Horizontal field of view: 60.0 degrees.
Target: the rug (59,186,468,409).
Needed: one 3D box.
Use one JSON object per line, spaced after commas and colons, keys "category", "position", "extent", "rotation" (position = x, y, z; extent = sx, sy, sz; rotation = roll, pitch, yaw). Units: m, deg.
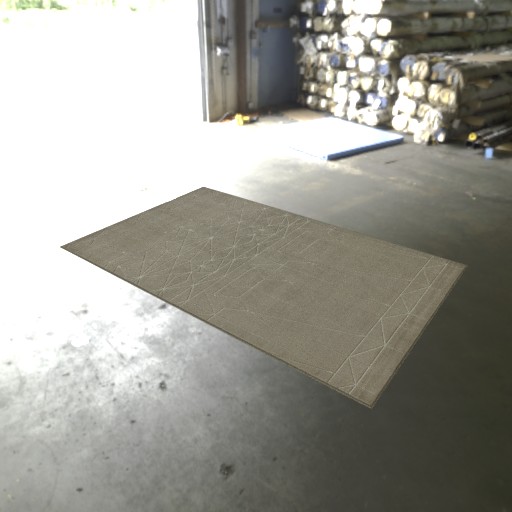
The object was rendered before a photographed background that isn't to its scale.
{"category": "rug", "position": [0.000, 0.000, 3.112], "extent": [2.438, 0.012, 1.524], "rotation": [21, 36, 32]}
